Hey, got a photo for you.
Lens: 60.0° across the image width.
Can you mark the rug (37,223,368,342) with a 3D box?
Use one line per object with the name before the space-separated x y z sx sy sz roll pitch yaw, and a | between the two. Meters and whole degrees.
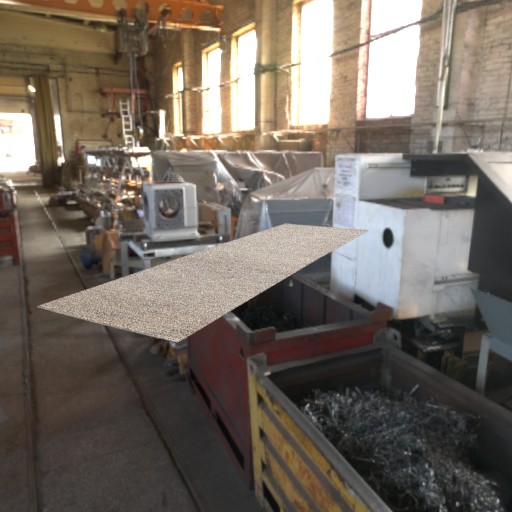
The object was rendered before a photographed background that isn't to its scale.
rug | 0.000 0.000 2.573 0.697 0.013 2.335 7 15 28
